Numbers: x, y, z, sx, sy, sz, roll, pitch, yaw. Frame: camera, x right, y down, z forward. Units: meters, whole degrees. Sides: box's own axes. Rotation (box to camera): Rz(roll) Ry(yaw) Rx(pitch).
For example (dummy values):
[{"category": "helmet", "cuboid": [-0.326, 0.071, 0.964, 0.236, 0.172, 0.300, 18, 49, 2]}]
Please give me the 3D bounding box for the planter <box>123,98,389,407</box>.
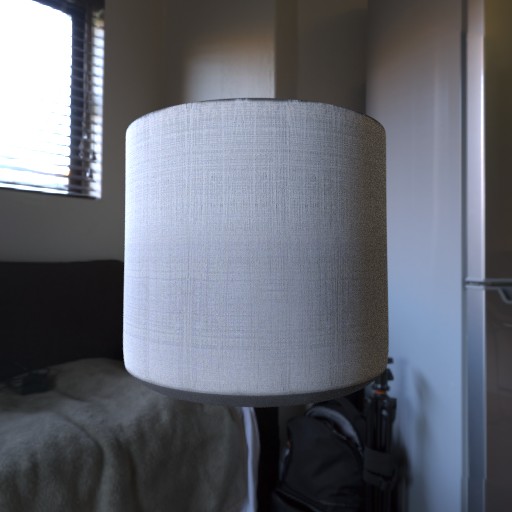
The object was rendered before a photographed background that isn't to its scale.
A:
[{"category": "planter", "cuboid": [0.000, 0.000, 0.385, 0.221, 0.201, 0.221, 0, 0, 0]}]
